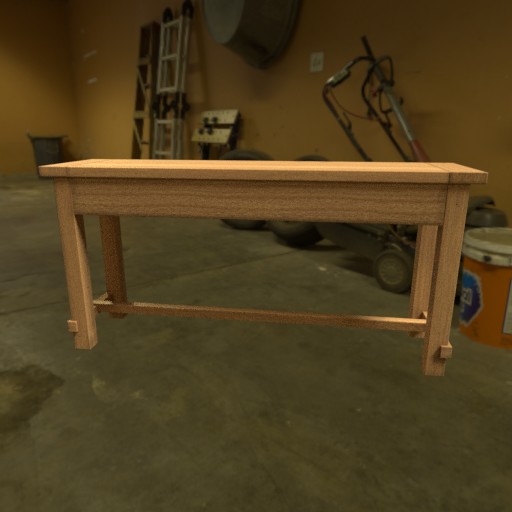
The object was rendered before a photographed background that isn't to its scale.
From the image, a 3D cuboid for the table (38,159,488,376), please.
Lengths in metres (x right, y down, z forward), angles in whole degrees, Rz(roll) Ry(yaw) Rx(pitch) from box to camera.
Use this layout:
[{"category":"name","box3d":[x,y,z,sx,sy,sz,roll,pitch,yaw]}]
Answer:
[{"category":"table","box3d":[0.000,0.000,1.872,1.599,0.762,0.442,2,16,8]}]
